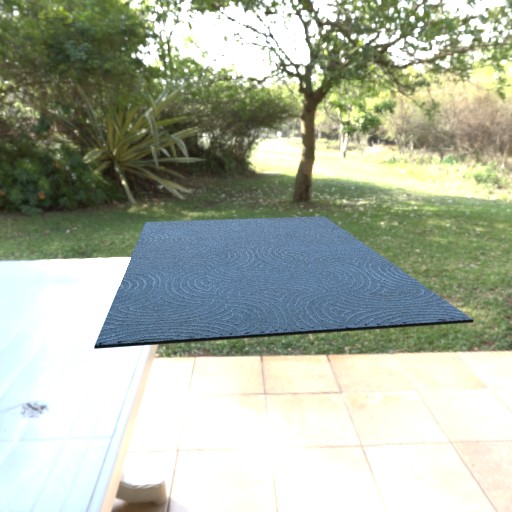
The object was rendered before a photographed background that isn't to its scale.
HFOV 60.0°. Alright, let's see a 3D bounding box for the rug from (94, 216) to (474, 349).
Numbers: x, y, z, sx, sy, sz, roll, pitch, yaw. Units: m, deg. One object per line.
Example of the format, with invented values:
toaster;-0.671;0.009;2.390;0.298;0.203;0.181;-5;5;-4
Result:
rug;0.000;0.000;2.777;1.543;0.015;2.144;-2;17;-8
